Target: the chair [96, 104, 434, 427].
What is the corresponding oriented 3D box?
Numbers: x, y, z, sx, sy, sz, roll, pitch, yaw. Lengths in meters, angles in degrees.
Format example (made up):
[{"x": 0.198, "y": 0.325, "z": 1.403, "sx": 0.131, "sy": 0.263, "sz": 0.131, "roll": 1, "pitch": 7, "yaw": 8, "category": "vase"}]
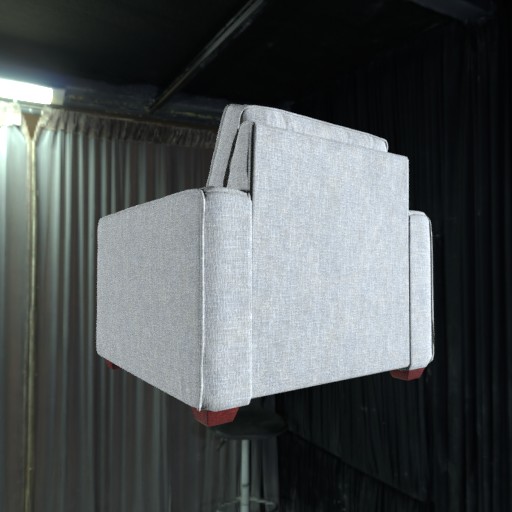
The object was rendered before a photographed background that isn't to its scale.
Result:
[{"x": 0.000, "y": 0.000, "z": 1.757, "sx": 1.016, "sy": 0.914, "sz": 0.940, "roll": 1, "pitch": -2, "yaw": -35, "category": "chair"}]
